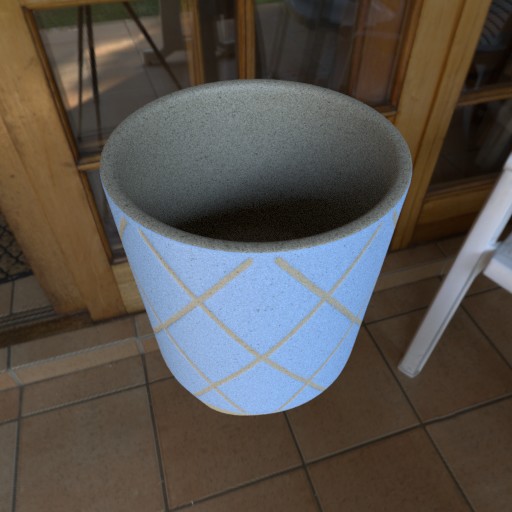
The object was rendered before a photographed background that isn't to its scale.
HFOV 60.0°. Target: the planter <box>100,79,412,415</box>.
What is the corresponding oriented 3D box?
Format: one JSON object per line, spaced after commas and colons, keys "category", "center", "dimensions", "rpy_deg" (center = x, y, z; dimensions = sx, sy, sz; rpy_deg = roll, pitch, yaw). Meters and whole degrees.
{"category": "planter", "center": [0.000, 0.000, 0.348], "dimensions": [0.191, 0.200, 0.191], "rpy_deg": [0, 46, 0]}
